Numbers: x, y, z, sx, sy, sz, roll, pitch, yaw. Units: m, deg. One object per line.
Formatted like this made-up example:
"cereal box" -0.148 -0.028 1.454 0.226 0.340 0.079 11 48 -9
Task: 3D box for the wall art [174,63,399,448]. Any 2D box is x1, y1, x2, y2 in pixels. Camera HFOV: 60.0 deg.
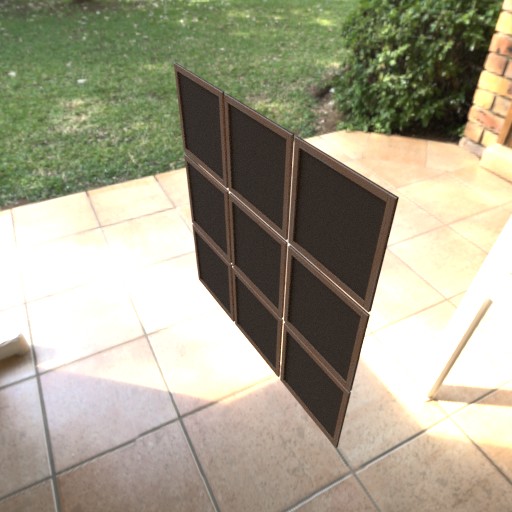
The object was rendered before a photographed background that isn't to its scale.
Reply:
"wall art" 0.000 0.000 2.285 0.013 1.525 1.520 -23 45 -25
